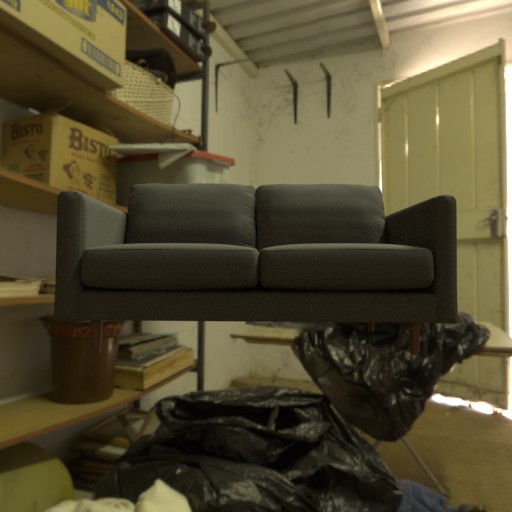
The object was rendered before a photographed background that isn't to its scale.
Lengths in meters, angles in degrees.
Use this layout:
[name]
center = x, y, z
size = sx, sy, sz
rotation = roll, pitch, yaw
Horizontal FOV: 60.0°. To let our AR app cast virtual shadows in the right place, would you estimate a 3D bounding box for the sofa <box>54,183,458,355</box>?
[sofa]
center = 0.000, 0.000, 2.274
size = 1.713, 0.866, 0.940
rotation = 0, -2, -1
